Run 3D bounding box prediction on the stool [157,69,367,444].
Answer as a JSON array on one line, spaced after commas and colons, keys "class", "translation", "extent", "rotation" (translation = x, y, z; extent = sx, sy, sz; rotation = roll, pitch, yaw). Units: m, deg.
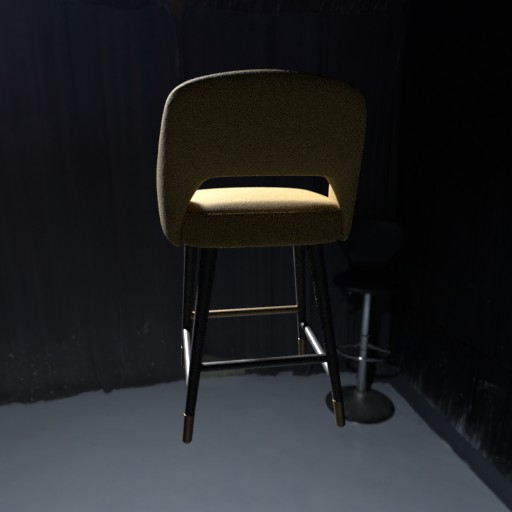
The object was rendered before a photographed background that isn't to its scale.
[{"class": "stool", "translation": [0.000, 0.000, 1.286], "extent": [0.536, 0.939, 0.522], "rotation": [-2, 15, -9]}]
